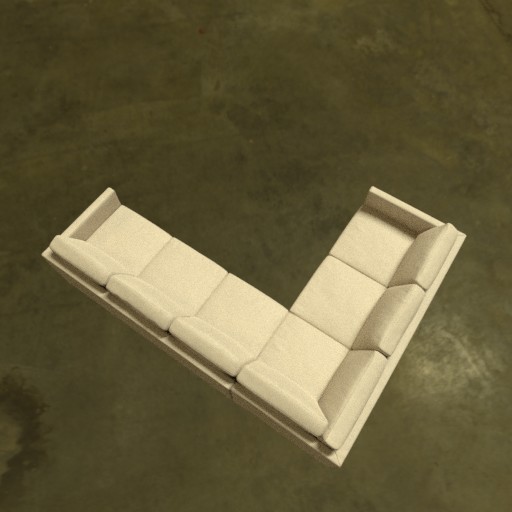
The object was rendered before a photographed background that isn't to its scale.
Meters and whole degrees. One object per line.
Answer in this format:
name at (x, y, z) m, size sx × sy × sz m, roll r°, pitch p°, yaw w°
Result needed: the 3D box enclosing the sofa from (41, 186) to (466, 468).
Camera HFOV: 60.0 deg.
sofa at (0.000, 0.000, 4.354) m, size 3.182 × 0.863 × 2.432 m, roll 32°, pitch 68°, yaw 14°
